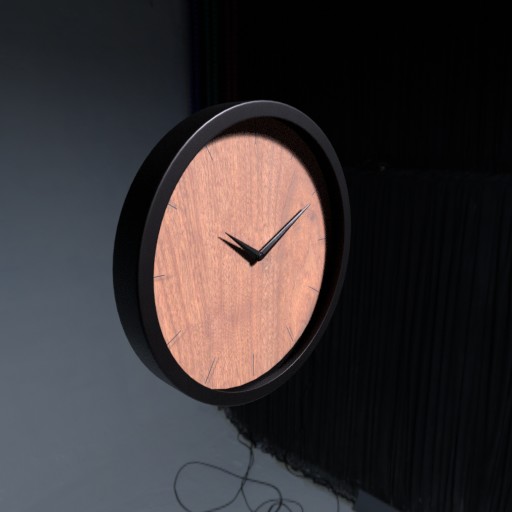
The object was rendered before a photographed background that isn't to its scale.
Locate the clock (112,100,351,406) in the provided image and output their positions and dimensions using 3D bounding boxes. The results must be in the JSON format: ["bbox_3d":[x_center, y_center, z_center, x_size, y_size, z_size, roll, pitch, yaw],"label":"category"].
[{"bbox_3d":[0.000,0.000,0.474,0.040,0.314,0.314,13,19,42],"label":"clock"}]
